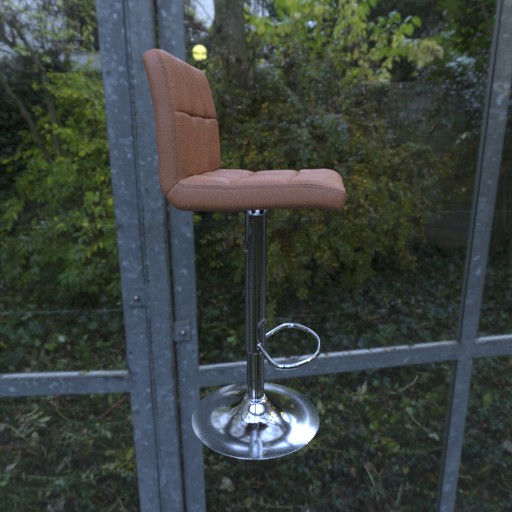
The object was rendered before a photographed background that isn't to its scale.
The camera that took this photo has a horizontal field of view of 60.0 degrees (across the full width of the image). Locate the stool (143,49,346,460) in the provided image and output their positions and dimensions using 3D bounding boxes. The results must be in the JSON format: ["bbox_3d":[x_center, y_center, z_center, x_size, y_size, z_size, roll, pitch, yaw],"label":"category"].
[{"bbox_3d":[0.000,0.000,1.345,0.505,1.115,0.430,2,15,9],"label":"stool"}]
